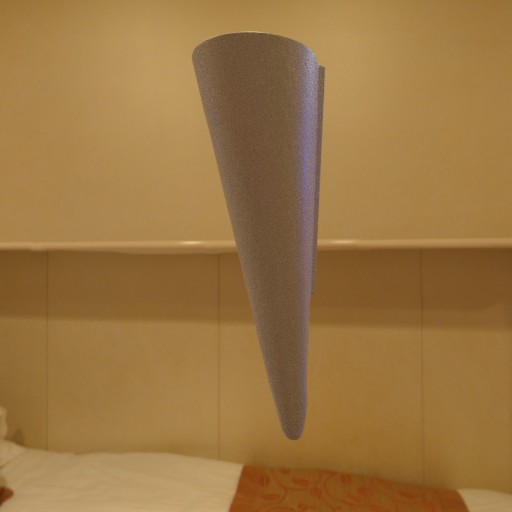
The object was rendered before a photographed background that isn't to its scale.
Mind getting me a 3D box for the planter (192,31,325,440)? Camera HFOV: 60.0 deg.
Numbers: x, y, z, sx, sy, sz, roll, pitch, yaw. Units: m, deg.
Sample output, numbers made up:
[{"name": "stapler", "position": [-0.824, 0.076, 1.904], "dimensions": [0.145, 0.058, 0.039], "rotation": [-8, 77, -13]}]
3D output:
[{"name": "planter", "position": [0.000, 0.000, 0.218], "dimensions": [0.064, 0.191, 0.057], "rotation": [0, 0, -35]}]
